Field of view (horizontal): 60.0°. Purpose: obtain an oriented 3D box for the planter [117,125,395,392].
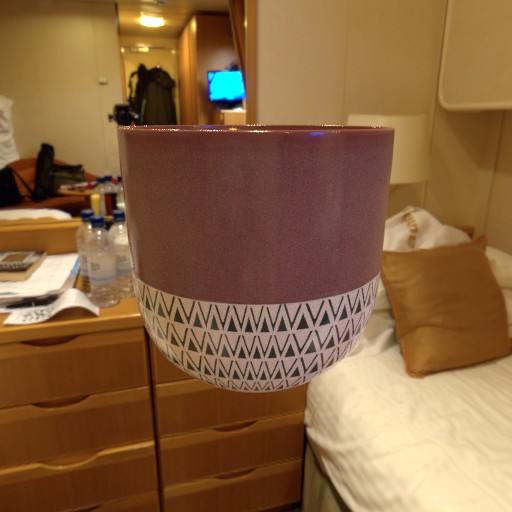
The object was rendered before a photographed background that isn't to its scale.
[{"bbox_3d":[0.000,0.000,0.482,0.266,0.270,0.266,0,17,0],"label":"planter"}]
